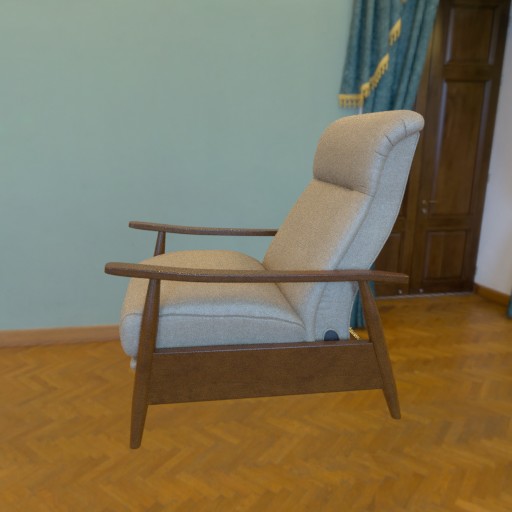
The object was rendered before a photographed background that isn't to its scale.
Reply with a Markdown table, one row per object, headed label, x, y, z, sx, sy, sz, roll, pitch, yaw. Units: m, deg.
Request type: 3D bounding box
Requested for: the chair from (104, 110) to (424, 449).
| label | x | y | z | sx | sy | sz | roll | pitch | yaw |
| --- | --- | --- | --- | --- | --- | --- | --- | --- | --- |
| chair | 0.000 | 0.000 | 1.750 | 1.030 | 1.082 | 0.762 | -3 | 15 | -10 |
